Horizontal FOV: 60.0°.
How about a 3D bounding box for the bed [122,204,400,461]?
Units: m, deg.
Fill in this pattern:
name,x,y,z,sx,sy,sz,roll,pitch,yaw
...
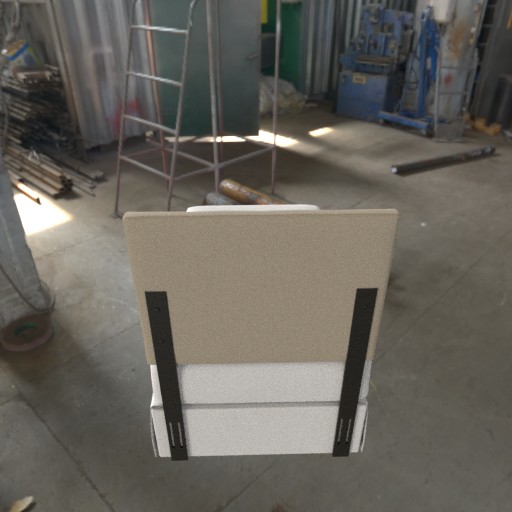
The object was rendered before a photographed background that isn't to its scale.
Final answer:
name,x,y,z,sx,sy,sz,roll,pitch,yaw
bed,0.000,0.000,3.026,1.261,1.571,1.997,-1,31,-1
